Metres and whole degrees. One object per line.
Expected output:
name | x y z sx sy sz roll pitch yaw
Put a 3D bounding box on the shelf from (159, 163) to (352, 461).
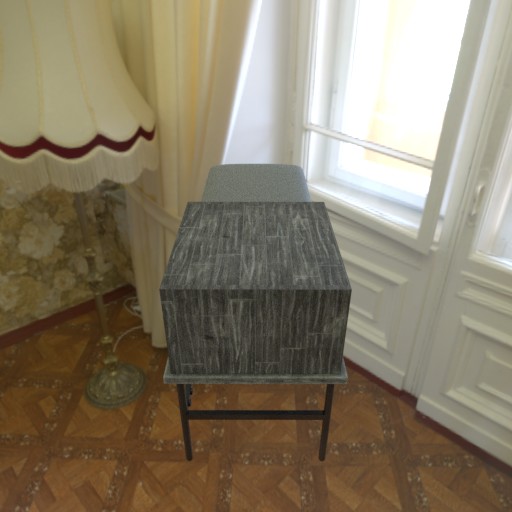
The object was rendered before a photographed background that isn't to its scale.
shelf | 0.000 0.000 1.638 0.457 0.633 1.342 0 31 0
